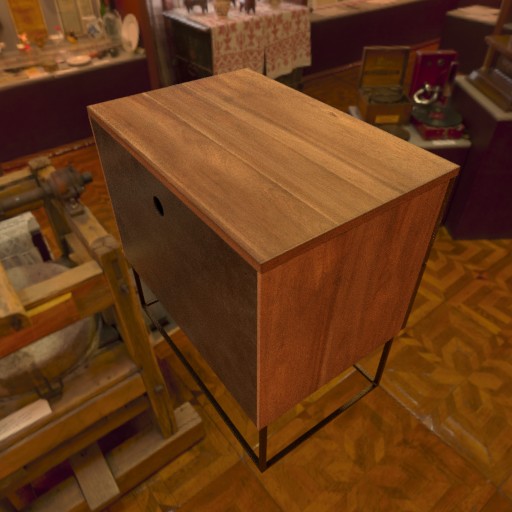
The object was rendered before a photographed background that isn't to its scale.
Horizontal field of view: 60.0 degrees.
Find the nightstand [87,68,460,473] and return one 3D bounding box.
[{"bbox_3d":[0.000,0.000,1.024,0.427,0.611,0.605,-25,47,-27],"label":"nightstand"}]
